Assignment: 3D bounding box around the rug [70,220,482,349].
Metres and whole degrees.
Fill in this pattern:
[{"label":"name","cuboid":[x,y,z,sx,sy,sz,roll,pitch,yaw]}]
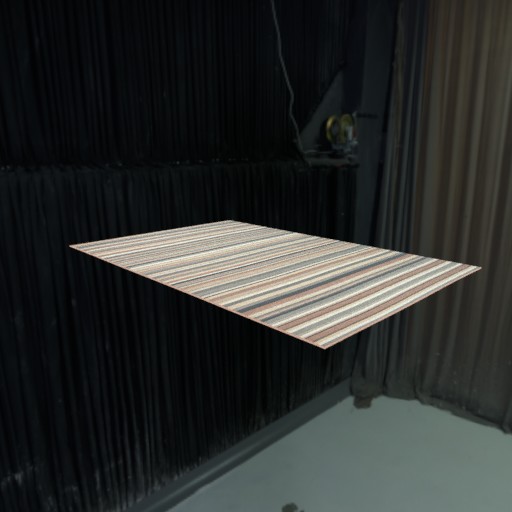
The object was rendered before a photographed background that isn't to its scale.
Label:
[{"label":"rug","cuboid":[0.000,0.000,2.332,1.219,0.008,1.829,-14,20,-43]}]
